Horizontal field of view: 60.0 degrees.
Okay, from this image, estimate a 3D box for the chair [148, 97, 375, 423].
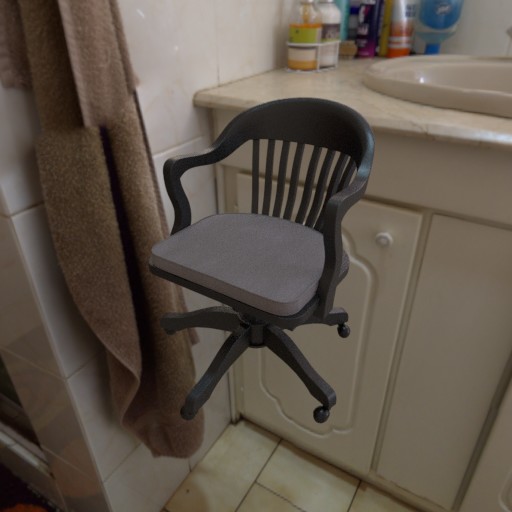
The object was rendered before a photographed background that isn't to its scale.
[{"bbox_3d":[0.000,0.000,1.475,0.750,0.878,0.788,19,36,28],"label":"chair"}]
